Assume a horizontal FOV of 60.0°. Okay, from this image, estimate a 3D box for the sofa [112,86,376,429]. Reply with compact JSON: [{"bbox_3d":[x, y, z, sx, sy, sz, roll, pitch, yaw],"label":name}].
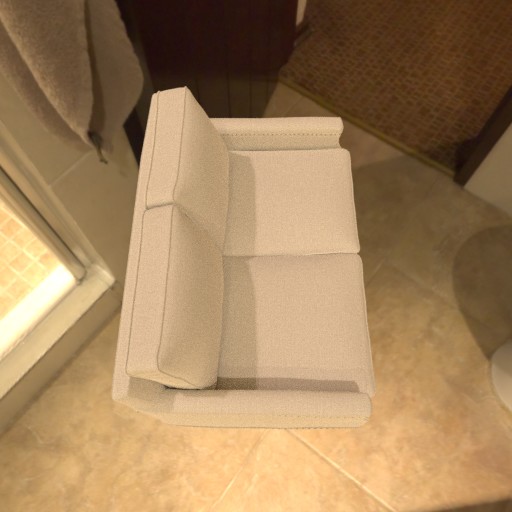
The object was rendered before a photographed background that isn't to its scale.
[{"bbox_3d":[0.000,0.000,2.254,1.084,1.003,1.597,0,65,0],"label":"sofa"}]
